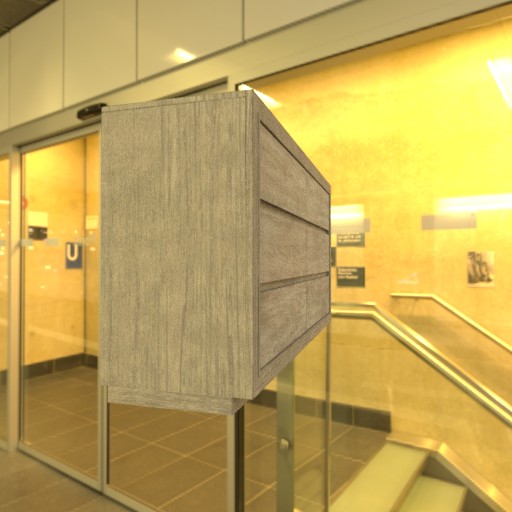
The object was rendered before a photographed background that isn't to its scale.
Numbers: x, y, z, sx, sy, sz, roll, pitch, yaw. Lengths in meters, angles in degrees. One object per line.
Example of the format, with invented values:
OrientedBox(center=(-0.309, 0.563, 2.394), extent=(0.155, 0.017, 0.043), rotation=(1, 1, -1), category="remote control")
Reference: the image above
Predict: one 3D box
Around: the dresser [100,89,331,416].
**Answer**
OrientedBox(center=(0.000, 0.000, 2.045), extent=(0.483, 0.889, 1.628), rotation=(0, -1, 17), category="dresser")
